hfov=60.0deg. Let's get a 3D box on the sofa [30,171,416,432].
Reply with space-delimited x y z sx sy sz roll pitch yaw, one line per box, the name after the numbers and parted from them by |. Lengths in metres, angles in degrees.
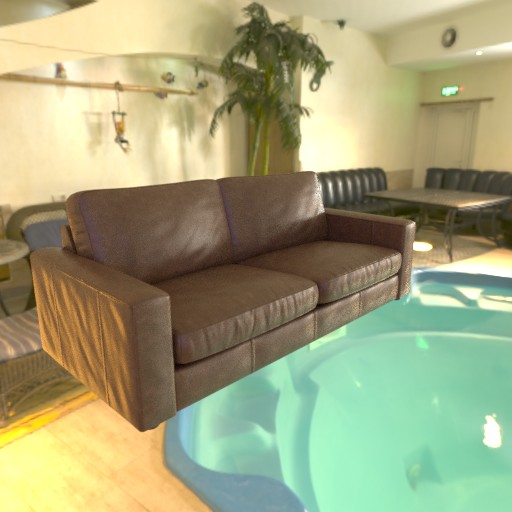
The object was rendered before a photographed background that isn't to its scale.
0.000 0.000 2.627 1.016 0.873 2.179 15 21 43 | sofa
